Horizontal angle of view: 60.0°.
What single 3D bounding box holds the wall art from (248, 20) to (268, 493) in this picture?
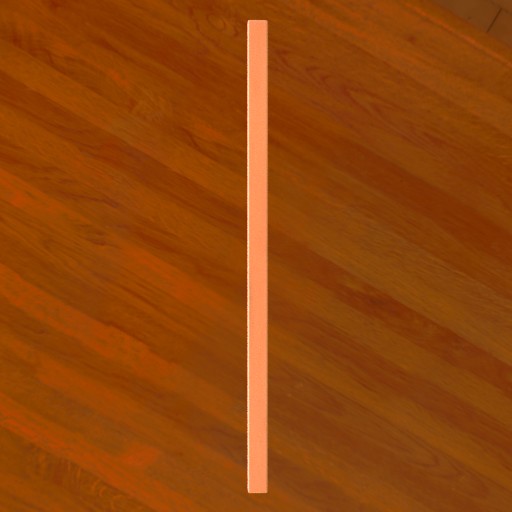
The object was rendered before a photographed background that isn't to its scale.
[{"bbox_3d":[0.000,0.000,1.160,0.039,0.609,0.914,0,91,-1],"label":"wall art"}]
